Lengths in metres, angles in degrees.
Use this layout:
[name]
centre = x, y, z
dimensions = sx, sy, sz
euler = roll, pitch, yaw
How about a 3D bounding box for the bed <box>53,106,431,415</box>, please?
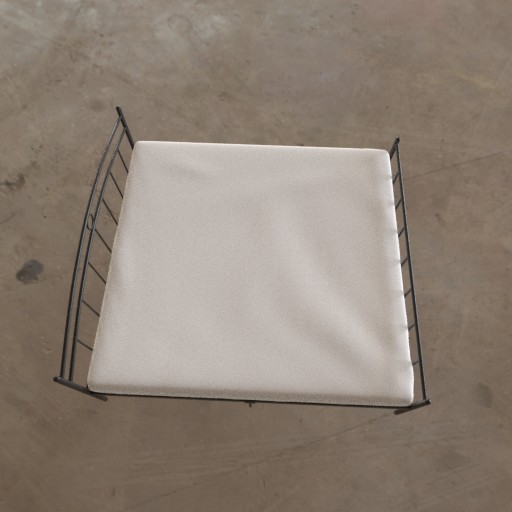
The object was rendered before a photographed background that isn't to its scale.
[bed]
centre = 0.000, 0.000, 3.021
dimensions = 2.040, 0.940, 1.880
euler = 2, 65, 1
